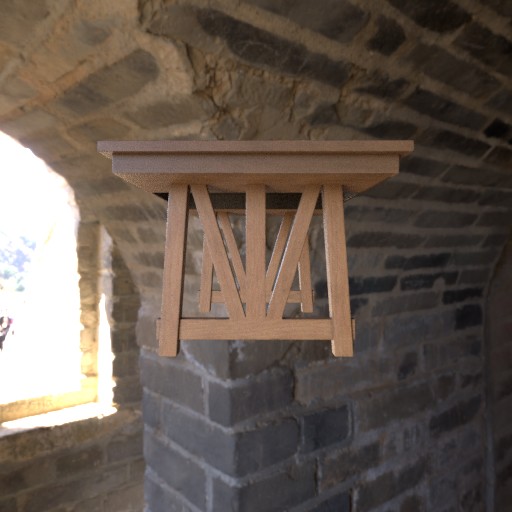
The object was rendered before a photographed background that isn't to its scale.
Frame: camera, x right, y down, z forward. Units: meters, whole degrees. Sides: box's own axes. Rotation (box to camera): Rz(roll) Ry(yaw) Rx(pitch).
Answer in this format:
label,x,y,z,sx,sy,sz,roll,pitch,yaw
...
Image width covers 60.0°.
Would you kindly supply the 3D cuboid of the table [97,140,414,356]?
label,x,y,z,sx,sy,sz,roll,pitch,yaw
table,0.000,0.000,2.367,1.016,0.768,1.881,0,1,0
